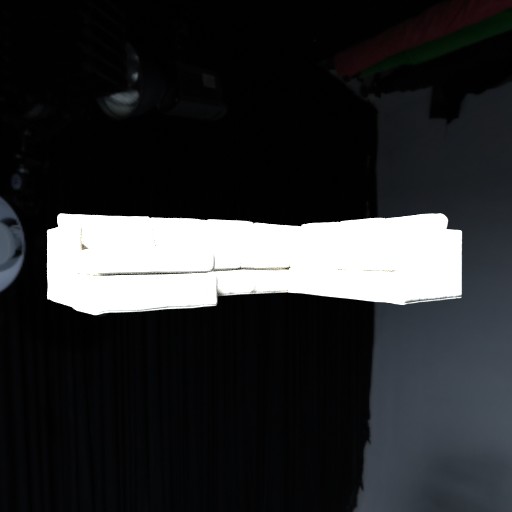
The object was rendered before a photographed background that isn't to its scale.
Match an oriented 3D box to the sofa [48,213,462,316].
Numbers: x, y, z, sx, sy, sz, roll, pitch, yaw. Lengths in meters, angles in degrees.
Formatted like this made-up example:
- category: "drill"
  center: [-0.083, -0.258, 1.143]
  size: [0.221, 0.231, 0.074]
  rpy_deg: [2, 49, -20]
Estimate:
- category: "sofa"
  center: [0.000, 0.000, 4.463]
  size: [3.464, 0.882, 2.448]
  rpy_deg: [0, 0, -37]
